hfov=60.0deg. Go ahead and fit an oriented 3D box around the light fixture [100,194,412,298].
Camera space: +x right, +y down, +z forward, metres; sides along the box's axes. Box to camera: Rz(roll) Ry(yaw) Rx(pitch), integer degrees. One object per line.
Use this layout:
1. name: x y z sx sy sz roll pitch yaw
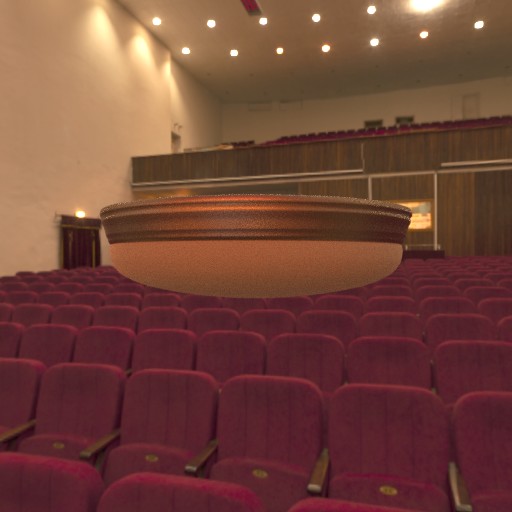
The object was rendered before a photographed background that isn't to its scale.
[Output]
1. light fixture: 0.000 0.000 0.552 0.368 0.100 0.368 0 0 0
